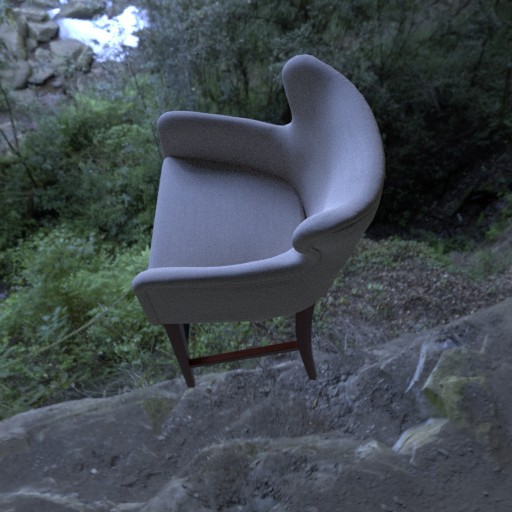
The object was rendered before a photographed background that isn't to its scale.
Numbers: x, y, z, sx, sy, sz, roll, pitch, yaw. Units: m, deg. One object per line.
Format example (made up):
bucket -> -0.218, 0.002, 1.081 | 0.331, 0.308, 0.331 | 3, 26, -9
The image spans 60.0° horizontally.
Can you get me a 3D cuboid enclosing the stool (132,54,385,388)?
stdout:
stool -> 0.000, 0.000, 1.378 | 0.563, 1.034, 0.556 | 0, 58, 0
